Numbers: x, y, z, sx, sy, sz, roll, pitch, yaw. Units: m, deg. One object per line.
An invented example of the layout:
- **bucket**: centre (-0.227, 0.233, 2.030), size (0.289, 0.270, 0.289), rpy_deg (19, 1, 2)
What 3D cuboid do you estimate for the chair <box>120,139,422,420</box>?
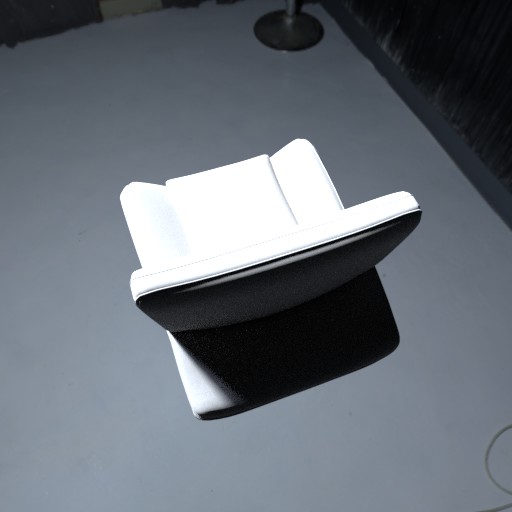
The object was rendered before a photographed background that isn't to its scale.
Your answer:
- **chair**: centre (0.000, 0.000, 1.669), size (0.859, 0.855, 1.008), rpy_deg (-17, 61, -10)
